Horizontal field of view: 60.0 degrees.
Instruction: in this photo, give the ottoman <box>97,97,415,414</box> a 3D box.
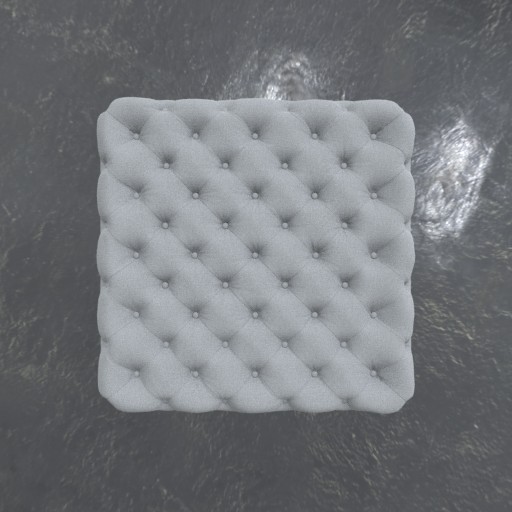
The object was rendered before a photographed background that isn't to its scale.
[{"bbox_3d":[0.000,0.000,1.188,0.764,0.365,0.758,0,90,0],"label":"ottoman"}]
